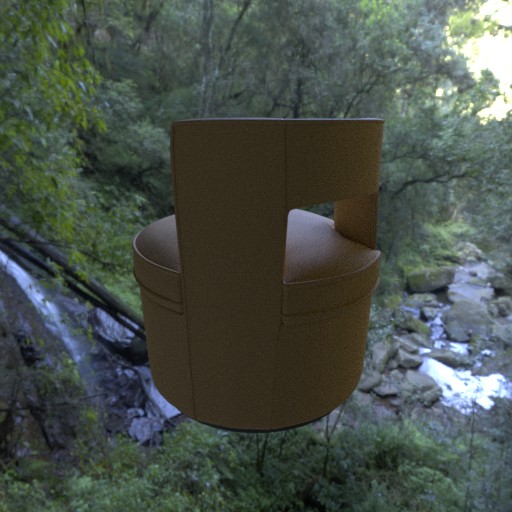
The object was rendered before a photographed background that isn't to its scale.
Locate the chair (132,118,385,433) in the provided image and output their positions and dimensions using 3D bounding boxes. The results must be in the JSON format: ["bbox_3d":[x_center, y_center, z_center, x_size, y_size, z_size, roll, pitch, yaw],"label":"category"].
[{"bbox_3d":[0.000,0.000,1.215,0.650,0.723,0.665,-15,23,-40],"label":"chair"}]
